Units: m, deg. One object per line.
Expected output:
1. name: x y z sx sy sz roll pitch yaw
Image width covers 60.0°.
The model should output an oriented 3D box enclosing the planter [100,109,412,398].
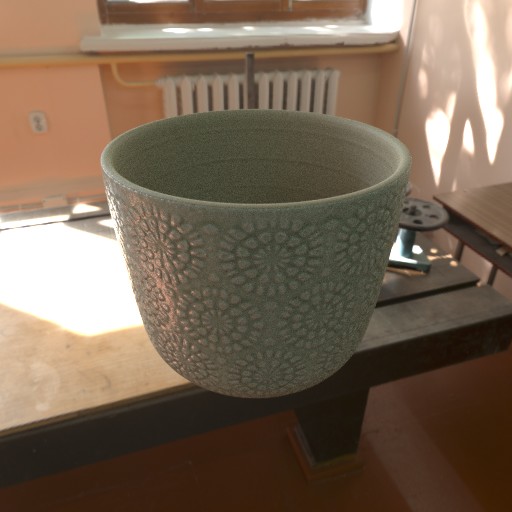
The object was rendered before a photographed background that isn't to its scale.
1. planter: 0.000 0.000 0.211 0.124 0.109 0.124 0 31 0
